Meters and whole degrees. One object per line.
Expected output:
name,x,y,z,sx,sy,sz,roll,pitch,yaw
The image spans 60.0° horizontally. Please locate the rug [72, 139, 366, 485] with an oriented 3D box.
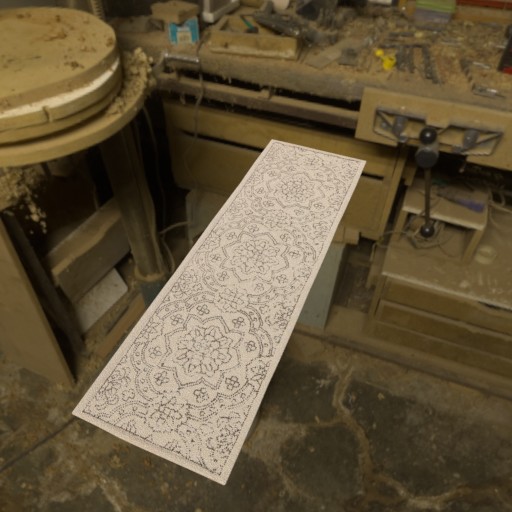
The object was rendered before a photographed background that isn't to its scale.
rug,0.000,0.000,2.655,0.769,0.012,2.448,17,49,16
